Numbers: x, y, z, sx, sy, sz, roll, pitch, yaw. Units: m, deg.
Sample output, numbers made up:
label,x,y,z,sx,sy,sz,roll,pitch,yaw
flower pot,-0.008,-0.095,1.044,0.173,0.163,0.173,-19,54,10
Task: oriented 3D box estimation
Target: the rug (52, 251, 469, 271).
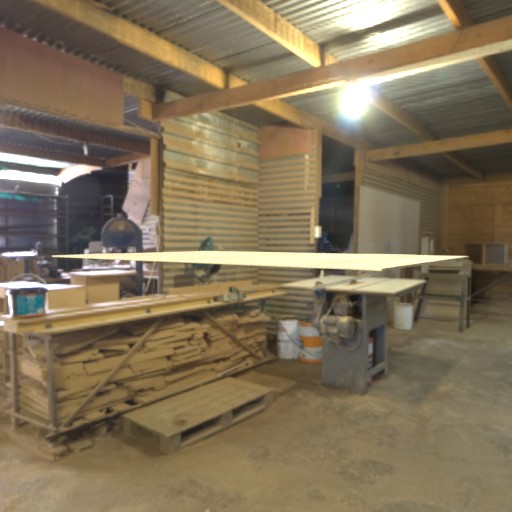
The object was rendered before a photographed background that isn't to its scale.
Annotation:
label,x,y,z,sx,sy,sz,roll,pitch,yaw
rug,0.000,0.000,2.333,1.825,0.015,1.232,2,3,36
